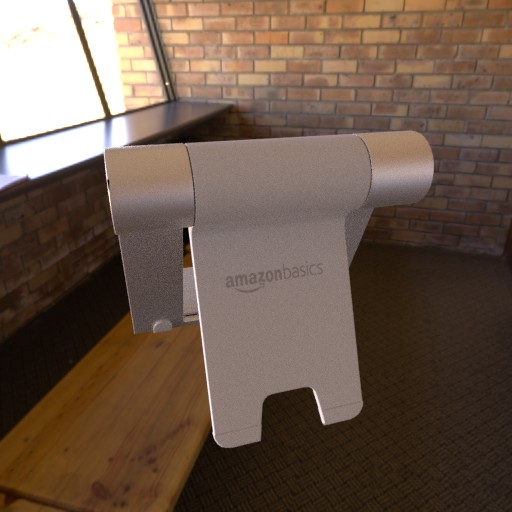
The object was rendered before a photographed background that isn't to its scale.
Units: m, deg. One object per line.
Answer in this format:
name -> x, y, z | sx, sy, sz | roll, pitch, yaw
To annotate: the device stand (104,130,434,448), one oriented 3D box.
device stand -> 0.000, 0.000, 0.150 | 0.086, 0.084, 0.079 | -7, 26, -15
